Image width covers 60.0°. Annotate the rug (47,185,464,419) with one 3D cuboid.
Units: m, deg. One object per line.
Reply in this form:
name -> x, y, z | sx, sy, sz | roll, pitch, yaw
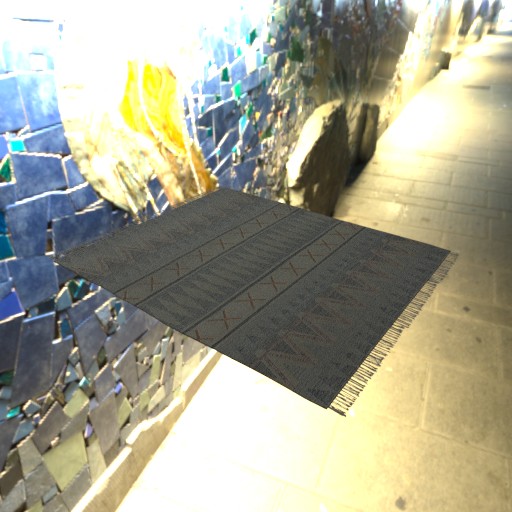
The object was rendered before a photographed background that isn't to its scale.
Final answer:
rug -> 0.000, 0.000, 4.028 | 3.000, 0.012, 2.371 | 20, 35, 32
